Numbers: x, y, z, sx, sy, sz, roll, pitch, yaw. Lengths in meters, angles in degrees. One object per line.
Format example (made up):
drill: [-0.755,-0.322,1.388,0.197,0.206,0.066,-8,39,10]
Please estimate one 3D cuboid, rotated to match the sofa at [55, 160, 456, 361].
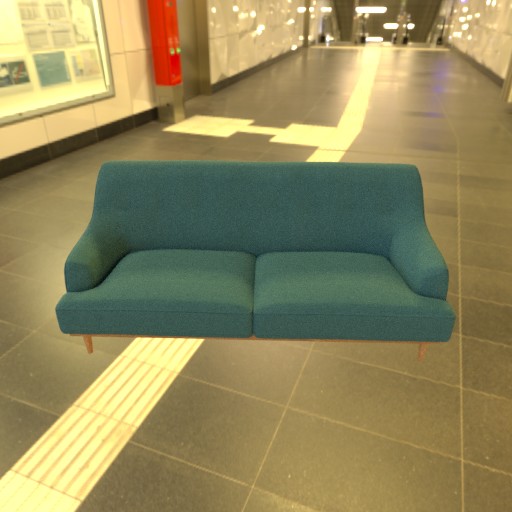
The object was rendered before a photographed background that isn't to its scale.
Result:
sofa: [0.000,0.000,2.608,2.057,0.871,0.978,1,29,2]
